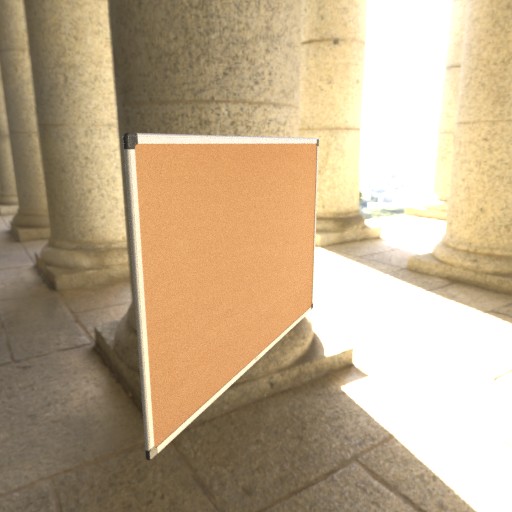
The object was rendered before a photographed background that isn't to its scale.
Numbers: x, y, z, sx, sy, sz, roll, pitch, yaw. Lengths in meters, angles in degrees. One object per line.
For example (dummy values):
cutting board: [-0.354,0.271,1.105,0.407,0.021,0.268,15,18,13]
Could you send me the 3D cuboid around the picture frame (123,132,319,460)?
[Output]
picture frame: [0.000,0.000,1.151,0.010,0.600,0.900,7,16,26]
